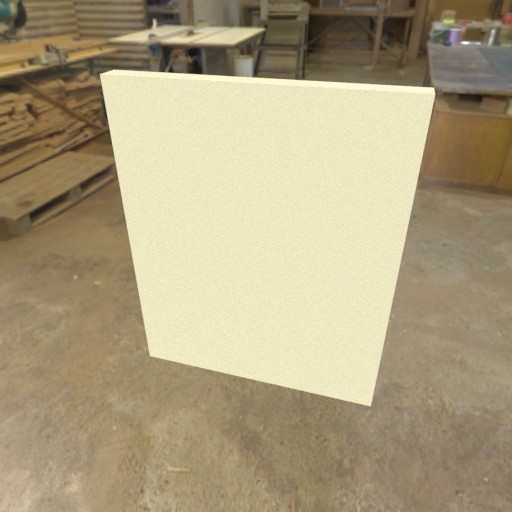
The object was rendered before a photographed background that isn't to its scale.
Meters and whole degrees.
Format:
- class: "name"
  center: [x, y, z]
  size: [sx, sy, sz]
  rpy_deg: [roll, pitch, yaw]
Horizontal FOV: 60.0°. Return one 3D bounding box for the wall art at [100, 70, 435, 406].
- class: "wall art"
  center: [0.000, 0.000, 0.738]
  size: [0.451, 0.553, 0.039]
  rpy_deg: [9, 33, 14]
